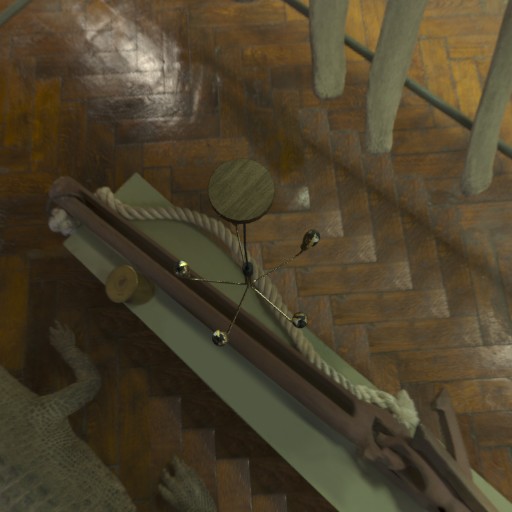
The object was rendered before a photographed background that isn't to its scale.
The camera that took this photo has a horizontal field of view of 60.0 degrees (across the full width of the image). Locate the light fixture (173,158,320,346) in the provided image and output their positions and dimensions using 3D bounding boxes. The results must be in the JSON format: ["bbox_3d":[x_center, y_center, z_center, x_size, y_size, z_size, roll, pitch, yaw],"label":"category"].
[{"bbox_3d":[0.000,0.000,1.395,0.532,1.059,0.588,40,79,9],"label":"light fixture"}]
